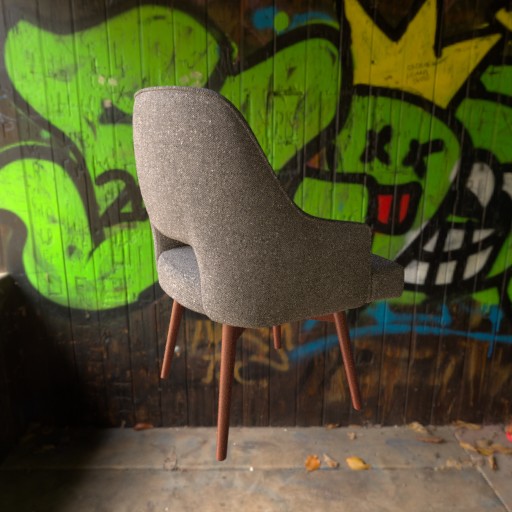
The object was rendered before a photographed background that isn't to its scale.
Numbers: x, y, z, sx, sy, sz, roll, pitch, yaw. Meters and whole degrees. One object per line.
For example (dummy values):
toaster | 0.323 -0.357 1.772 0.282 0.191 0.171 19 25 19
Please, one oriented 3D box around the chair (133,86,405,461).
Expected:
chair | 0.000 0.000 1.281 0.629 0.875 0.608 -8 16 -28
